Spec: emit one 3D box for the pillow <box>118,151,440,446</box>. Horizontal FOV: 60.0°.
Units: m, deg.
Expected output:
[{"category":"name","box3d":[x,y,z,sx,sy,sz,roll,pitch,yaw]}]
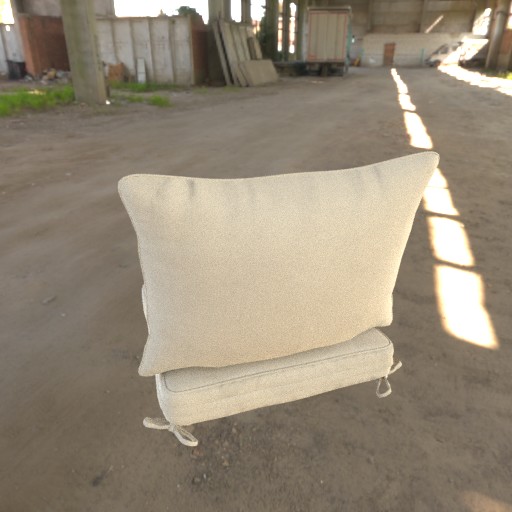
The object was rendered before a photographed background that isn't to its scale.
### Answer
[{"category":"pillow","box3d":[0.000,0.000,1.370,0.798,0.716,0.733,-8,27,-16]}]
